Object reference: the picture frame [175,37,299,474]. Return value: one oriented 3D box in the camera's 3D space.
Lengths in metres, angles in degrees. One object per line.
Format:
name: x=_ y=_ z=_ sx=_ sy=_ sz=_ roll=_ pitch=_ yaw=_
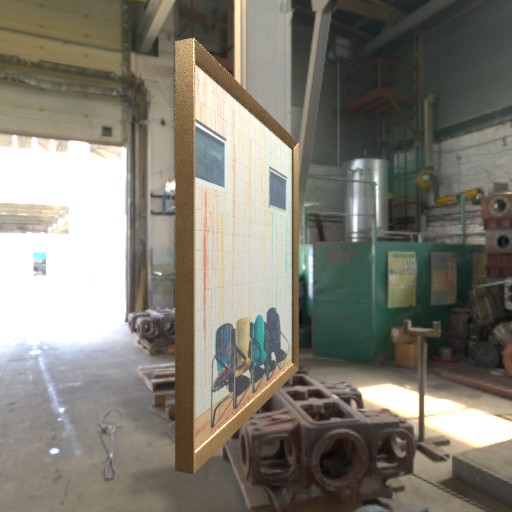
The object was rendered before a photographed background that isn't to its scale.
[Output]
picture frame: x=0.000 y=0.000 z=1.135 sx=0.037 sy=0.761 sz=0.758 roll=0 pitch=0 yaw=19
